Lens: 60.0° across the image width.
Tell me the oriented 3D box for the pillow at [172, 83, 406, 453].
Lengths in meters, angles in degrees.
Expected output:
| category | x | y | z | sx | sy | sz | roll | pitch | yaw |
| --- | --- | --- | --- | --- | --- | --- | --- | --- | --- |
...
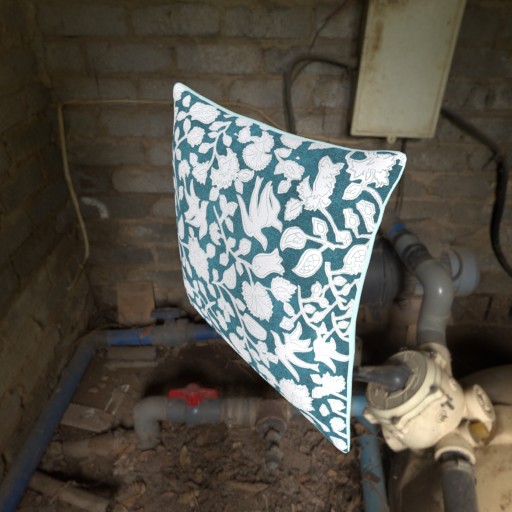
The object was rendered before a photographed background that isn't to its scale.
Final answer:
| category | x | y | z | sx | sy | sz | roll | pitch | yaw |
| --- | --- | --- | --- | --- | --- | --- | --- | --- | --- |
| pillow | 0.000 | 0.000 | 0.783 | 0.166 | 0.508 | 0.525 | -21 | 37 | -31 |
